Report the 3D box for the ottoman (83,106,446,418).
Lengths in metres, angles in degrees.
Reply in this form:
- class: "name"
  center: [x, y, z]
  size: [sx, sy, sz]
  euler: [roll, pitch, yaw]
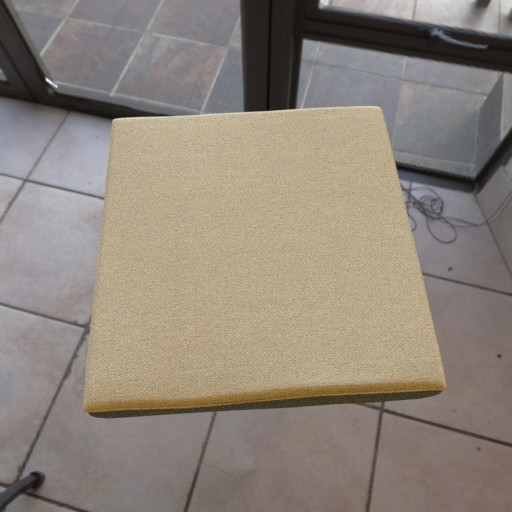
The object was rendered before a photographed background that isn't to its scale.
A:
- class: "ottoman"
  center: [0.000, 0.000, 1.508]
  size: [0.968, 0.379, 1.004]
  euler: [-3, 64, -1]
